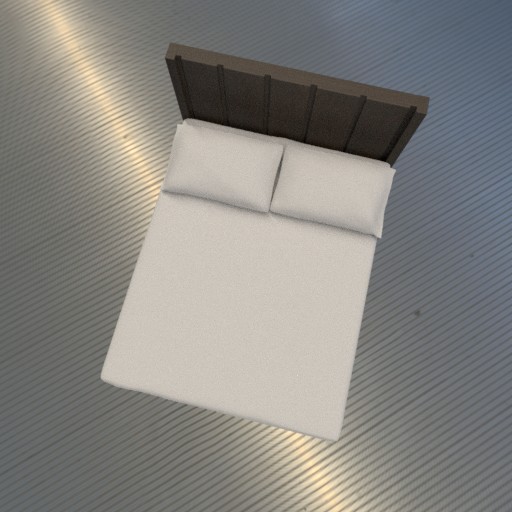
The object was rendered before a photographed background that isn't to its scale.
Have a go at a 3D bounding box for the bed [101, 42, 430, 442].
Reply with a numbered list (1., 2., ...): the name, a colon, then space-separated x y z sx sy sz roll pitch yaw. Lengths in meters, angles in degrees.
1. bed: 0.000 0.000 3.217 1.727 1.270 2.242 14 76 3
